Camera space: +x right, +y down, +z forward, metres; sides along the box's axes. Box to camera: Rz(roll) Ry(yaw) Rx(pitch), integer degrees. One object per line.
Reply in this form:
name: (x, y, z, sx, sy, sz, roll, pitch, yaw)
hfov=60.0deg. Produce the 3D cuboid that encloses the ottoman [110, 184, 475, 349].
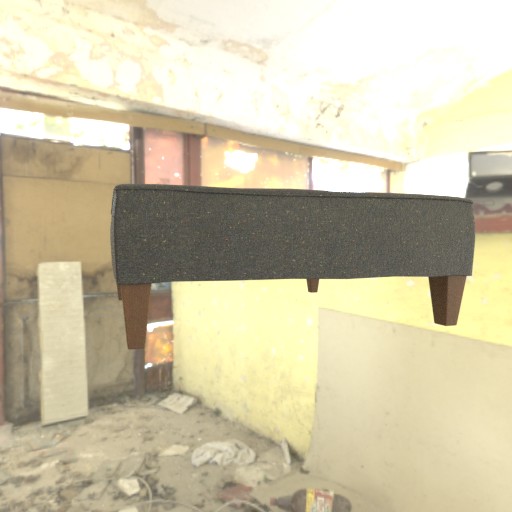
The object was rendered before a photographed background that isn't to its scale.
ottoman: (0.000, 0.000, 1.557, 0.968, 0.382, 1.004, -1, 2, -19)
